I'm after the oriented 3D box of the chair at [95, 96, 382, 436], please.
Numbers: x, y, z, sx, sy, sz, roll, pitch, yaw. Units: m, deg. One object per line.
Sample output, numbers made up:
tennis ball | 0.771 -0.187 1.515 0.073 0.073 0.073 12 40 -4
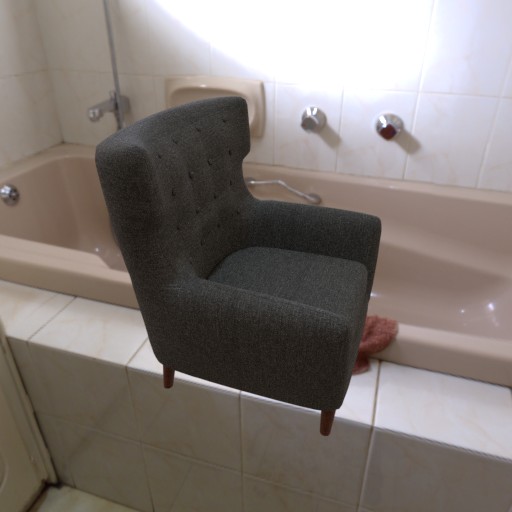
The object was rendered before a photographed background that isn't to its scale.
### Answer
chair | 0.000 0.000 1.780 0.904 1.063 0.878 10 32 18
